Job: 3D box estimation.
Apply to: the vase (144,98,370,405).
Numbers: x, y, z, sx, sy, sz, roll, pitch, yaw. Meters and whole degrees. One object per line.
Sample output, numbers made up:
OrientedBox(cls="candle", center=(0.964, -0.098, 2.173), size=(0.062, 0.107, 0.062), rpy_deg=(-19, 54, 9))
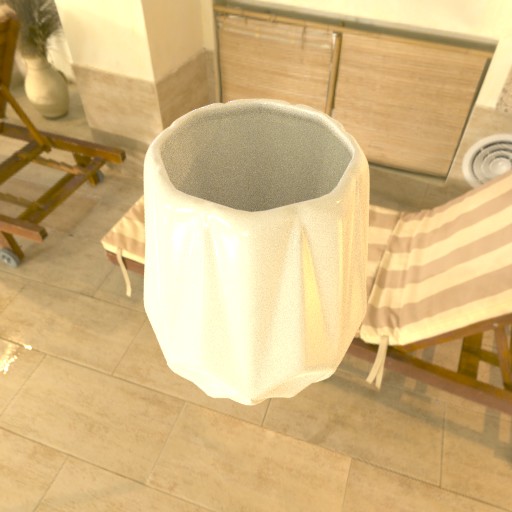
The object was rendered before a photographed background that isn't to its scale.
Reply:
OrientedBox(cls="vase", center=(0.000, 0.000, 0.266), size=(0.141, 0.152, 0.141), rpy_deg=(0, 46, 0))
